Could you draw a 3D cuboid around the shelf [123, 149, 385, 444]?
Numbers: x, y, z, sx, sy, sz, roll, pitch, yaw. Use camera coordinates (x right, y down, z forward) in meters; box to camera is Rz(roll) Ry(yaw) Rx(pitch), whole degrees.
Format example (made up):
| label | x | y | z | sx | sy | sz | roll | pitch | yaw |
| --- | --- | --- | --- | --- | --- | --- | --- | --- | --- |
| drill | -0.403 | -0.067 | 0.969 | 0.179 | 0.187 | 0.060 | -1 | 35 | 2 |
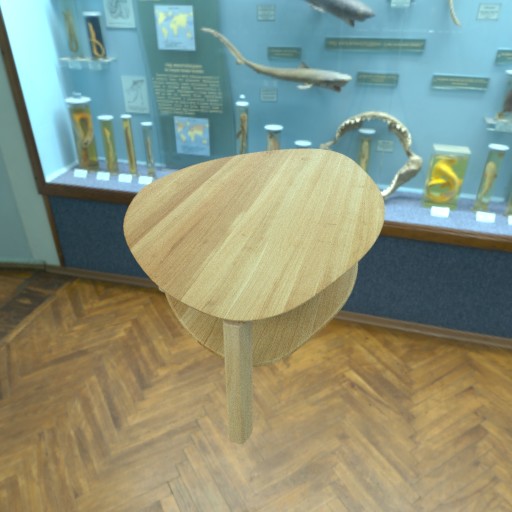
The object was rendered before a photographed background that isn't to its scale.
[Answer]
| label | x | y | z | sx | sy | sz | roll | pitch | yaw |
| --- | --- | --- | --- | --- | --- | --- | --- | --- | --- |
| shelf | 0.000 | 0.000 | 1.610 | 0.845 | 0.440 | 1.246 | 9 | 32 | 14 |
